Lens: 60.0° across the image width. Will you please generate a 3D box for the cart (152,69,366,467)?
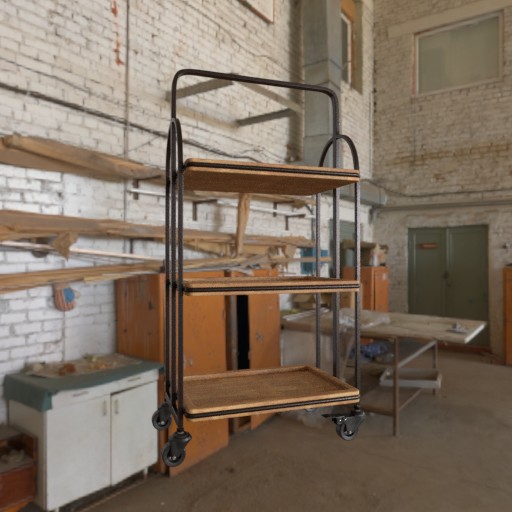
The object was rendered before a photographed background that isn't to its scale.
[{"bbox_3d":[0.000,0.000,1.252,0.553,1.001,0.327,0,0,-19],"label":"cart"}]
